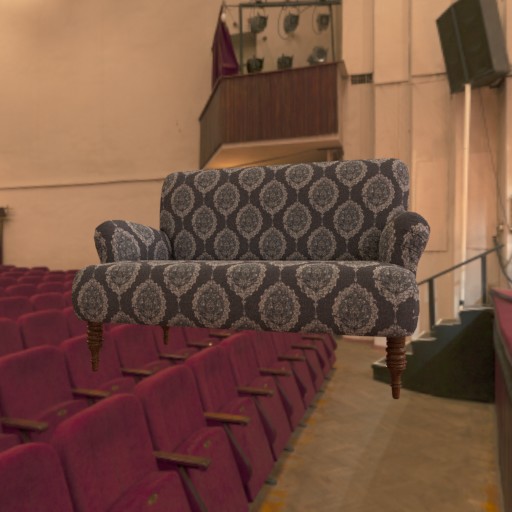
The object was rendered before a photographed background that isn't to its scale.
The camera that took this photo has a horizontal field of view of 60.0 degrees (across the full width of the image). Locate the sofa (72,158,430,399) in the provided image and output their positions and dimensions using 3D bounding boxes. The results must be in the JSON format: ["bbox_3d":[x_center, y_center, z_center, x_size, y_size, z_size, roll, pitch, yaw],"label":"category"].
[{"bbox_3d":[0.000,0.000,1.794,1.297,0.867,0.779,0,0,18],"label":"sofa"}]
